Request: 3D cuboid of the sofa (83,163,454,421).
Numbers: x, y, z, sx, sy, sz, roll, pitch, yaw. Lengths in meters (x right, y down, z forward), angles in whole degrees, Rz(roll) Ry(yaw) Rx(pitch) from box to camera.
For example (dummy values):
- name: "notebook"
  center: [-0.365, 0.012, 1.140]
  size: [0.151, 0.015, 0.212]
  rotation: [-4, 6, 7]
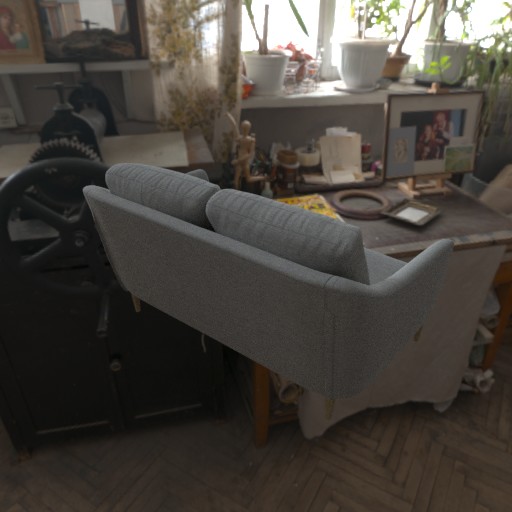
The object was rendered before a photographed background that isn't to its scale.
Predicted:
- name: "sofa"
  center: [0.000, 0.000, 2.225]
  size: [1.619, 0.904, 0.960]
  rotation: [21, 37, 31]
